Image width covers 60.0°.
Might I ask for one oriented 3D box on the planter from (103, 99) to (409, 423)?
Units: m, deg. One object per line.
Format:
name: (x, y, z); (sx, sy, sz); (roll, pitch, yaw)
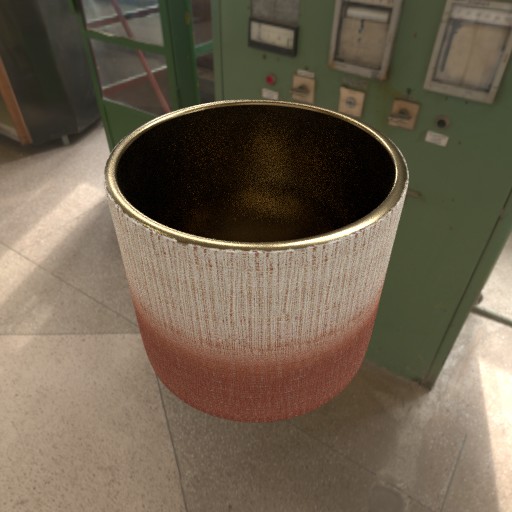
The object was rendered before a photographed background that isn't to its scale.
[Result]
planter: (0.000, 0.000, 0.312); (0.178, 0.157, 0.178); (0, 41, 0)
